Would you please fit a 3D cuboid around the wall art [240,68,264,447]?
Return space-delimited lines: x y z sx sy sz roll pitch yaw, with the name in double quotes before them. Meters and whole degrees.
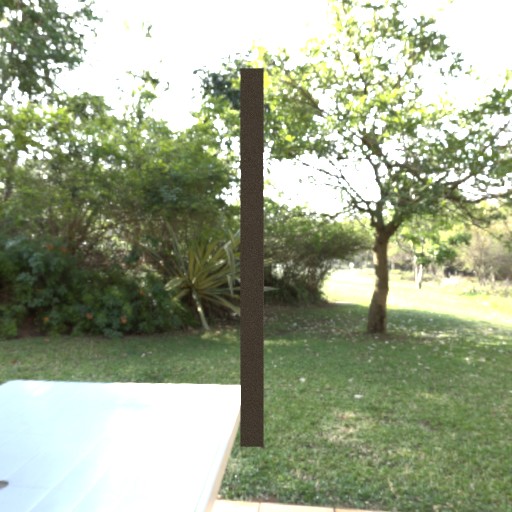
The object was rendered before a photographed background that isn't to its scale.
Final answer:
"wall art" 0.000 0.000 1.172 0.038 0.610 0.915 0 0 1
